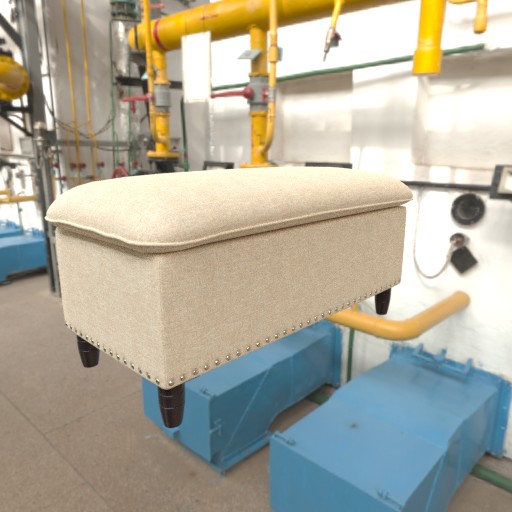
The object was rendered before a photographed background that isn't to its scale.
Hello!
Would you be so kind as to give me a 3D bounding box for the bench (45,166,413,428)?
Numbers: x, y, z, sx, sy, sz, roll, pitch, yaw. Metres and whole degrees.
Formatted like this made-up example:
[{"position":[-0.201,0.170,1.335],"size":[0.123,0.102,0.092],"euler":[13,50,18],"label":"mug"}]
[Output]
[{"position":[0.000,0.000,1.248],"size":[0.483,0.483,0.991],"euler":[13,19,42],"label":"bench"}]
